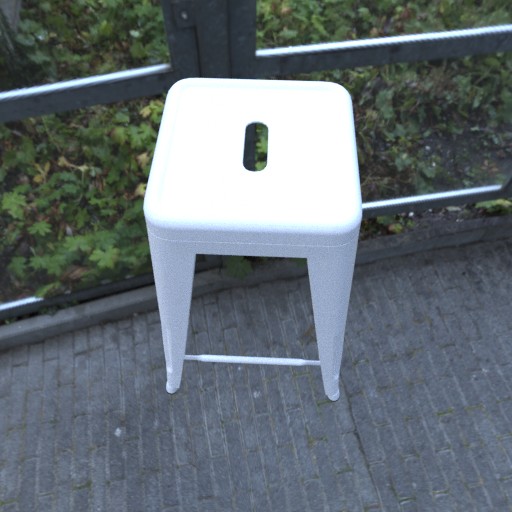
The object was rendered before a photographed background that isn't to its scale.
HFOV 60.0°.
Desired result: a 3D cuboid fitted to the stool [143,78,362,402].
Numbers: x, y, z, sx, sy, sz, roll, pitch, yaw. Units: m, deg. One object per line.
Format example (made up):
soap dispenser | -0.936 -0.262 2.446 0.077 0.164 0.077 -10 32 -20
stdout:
stool | 0.000 0.000 0.873 0.406 0.610 0.406 2 59 1
